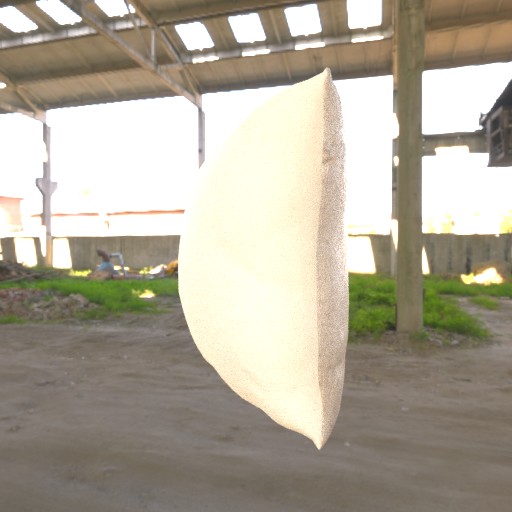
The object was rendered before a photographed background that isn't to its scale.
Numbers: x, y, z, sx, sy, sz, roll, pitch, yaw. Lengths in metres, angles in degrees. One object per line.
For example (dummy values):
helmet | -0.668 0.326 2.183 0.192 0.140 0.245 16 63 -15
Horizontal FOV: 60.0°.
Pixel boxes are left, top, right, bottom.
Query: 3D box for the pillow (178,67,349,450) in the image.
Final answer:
pillow | 0.000 0.000 0.722 0.245 0.448 0.450 0 0 -17
